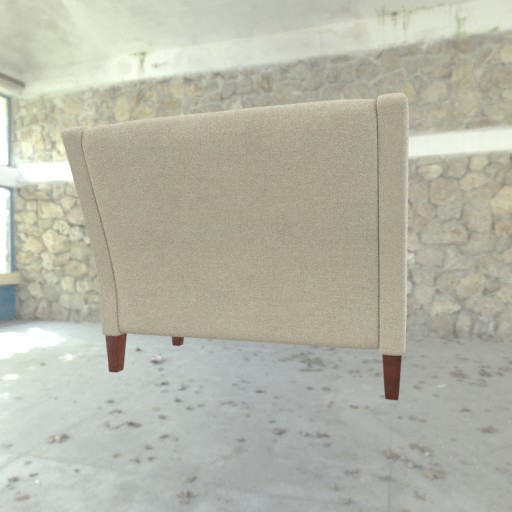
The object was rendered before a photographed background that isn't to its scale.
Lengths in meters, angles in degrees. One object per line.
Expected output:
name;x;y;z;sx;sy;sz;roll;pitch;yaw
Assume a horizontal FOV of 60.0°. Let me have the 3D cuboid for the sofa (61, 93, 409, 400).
sofa;0.000;0.000;1.886;1.212;0.976;0.946;0;1;18
